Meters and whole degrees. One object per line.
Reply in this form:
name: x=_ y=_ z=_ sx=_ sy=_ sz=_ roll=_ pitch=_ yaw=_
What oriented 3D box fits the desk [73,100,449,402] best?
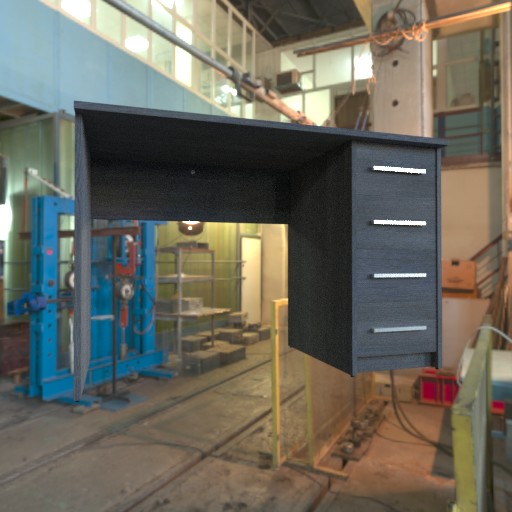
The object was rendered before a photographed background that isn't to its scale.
desk: x=0.000 y=0.000 z=1.486 sx=1.096 sy=0.730 sz=0.560 roll=0 pitch=-1 yaw=-18
